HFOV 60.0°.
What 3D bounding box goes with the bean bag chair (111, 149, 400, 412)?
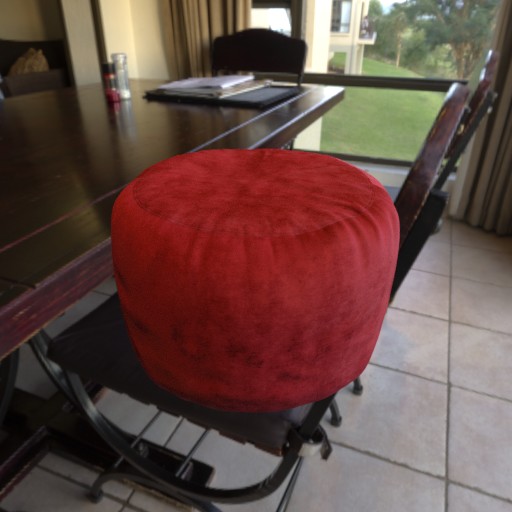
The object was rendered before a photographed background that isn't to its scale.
[{"bbox_3d":[0.000,0.000,1.993,1.219,0.762,1.219,0,29,0],"label":"bean bag chair"}]
